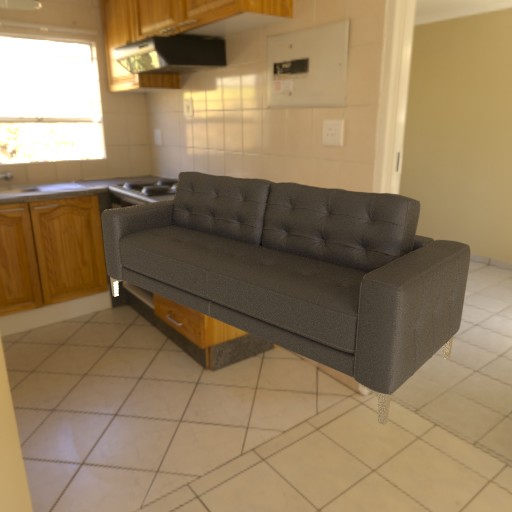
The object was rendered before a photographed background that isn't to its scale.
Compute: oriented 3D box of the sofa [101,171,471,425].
[{"bbox_3d":[0.000,0.000,2.747,2.275,0.893,0.833,15,22,40],"label":"sofa"}]
